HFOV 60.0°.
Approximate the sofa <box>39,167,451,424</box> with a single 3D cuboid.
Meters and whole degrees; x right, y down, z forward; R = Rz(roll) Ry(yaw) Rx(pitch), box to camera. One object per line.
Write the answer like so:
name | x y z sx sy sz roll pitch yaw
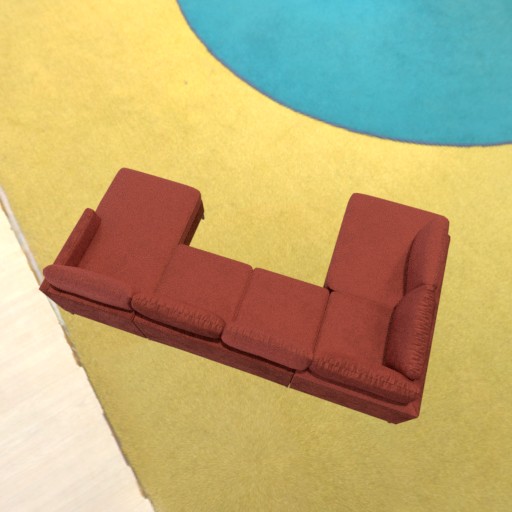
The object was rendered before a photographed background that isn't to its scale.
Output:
sofa | 0.000 0.000 4.317 3.434 0.992 2.055 17 66 8
